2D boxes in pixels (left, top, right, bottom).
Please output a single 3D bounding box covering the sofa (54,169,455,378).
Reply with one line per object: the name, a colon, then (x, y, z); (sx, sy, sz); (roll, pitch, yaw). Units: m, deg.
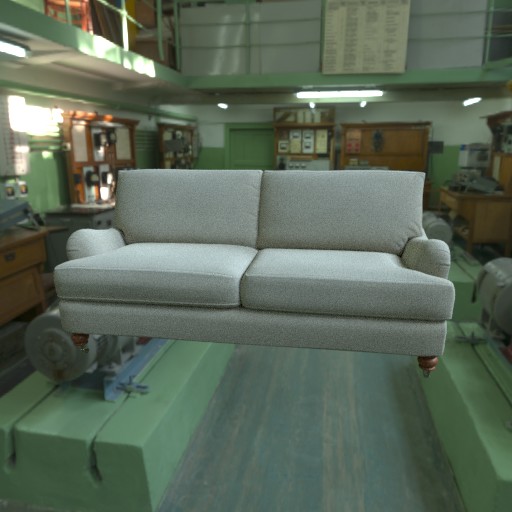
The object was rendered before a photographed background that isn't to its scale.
sofa: (0.000, 0.000, 2.668); (2.070, 0.997, 1.091); (2, 14, 8)
